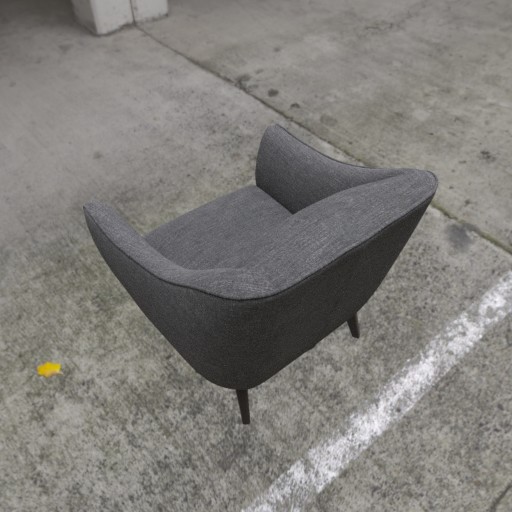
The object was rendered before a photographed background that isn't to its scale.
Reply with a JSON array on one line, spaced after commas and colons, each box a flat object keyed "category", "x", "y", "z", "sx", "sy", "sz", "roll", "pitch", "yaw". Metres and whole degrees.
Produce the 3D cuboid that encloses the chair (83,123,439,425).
[{"category": "chair", "x": 0.000, "y": 0.000, "z": 1.572, "sx": 0.870, "sy": 0.829, "sz": 0.851, "roll": -30, "pitch": 53, "yaw": -26}]
